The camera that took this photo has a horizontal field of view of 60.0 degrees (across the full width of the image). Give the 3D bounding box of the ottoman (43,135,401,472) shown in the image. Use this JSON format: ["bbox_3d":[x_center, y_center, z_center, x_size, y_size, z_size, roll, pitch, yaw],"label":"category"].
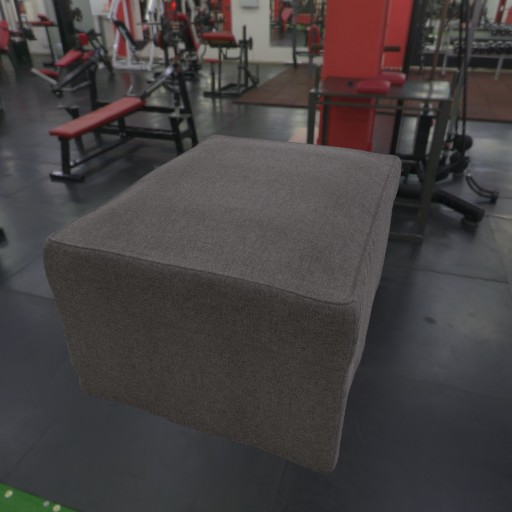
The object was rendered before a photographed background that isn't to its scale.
[{"bbox_3d":[0.000,0.000,1.210,0.652,0.492,0.833,11,33,17],"label":"ottoman"}]
